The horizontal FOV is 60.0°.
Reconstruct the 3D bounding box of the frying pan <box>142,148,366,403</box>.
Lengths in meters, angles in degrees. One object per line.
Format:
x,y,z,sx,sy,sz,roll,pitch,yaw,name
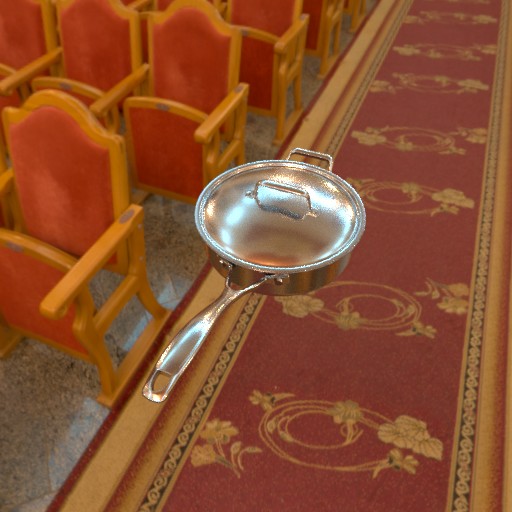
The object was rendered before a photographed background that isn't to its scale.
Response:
0.000,0.000,0.593,0.245,0.111,0.492,17,49,16,frying pan
